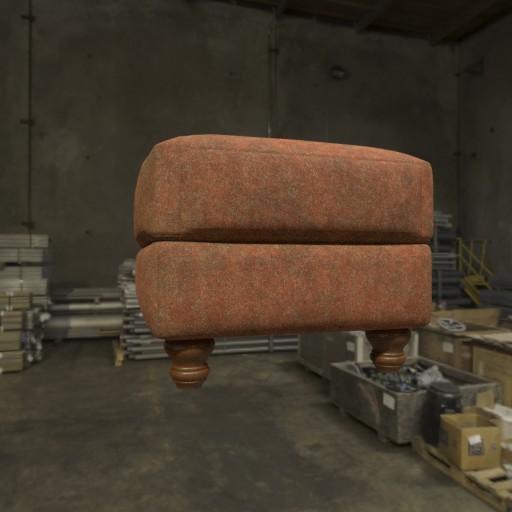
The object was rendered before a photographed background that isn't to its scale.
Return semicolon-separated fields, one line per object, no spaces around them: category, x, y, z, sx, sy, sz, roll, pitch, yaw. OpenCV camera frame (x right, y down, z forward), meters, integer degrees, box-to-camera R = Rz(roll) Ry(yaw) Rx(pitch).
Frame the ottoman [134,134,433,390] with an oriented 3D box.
ottoman;0.000;0.000;1.195;0.635;0.508;0.787;0;0;-16
